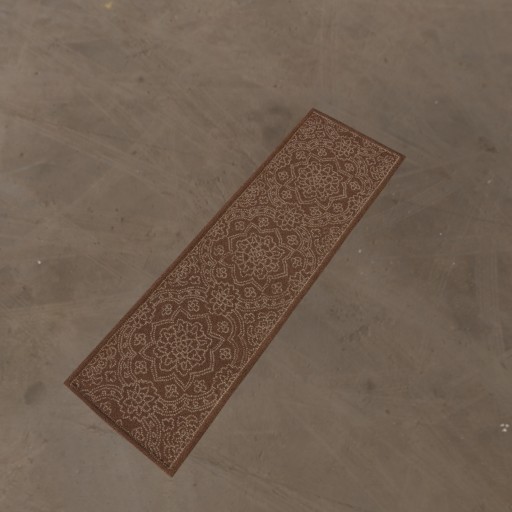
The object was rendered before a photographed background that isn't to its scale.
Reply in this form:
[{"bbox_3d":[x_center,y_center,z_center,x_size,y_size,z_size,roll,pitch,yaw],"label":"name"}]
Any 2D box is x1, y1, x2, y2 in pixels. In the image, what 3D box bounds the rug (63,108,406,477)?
[{"bbox_3d":[0.000,0.000,2.696,0.769,0.012,2.448,33,68,15],"label":"rug"}]
